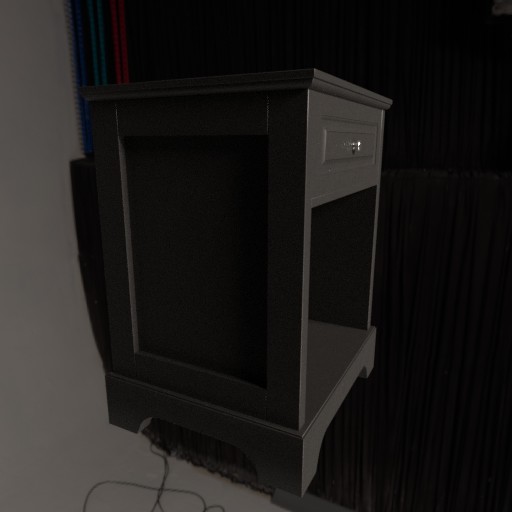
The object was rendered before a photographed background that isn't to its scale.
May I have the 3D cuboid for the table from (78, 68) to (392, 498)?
[{"bbox_3d":[0.000,0.000,0.886,0.399,0.610,0.460,7,16,27],"label":"table"}]
